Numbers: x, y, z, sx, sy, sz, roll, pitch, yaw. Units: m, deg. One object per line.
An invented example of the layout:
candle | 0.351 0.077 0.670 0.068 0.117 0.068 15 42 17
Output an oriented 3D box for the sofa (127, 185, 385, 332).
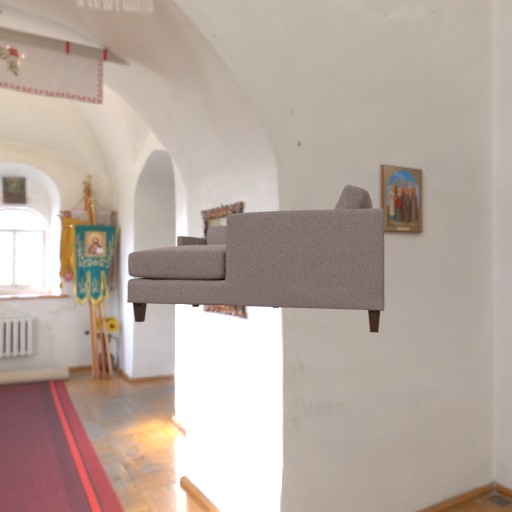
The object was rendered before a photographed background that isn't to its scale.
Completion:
sofa | 0.000 0.000 4.386 2.424 0.865 3.438 0 0 16
